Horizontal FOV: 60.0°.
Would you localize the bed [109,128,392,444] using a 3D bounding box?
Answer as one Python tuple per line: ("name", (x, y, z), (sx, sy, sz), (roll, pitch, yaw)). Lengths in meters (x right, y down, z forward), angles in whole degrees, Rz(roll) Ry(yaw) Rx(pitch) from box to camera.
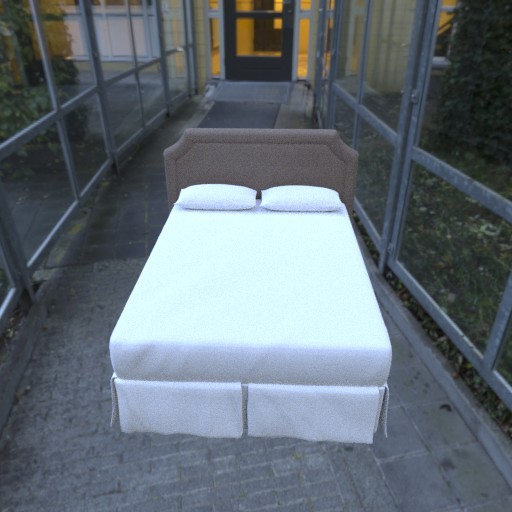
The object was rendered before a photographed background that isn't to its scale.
("bed", (0.000, 0.000, 3.169), (1.693, 1.290, 2.116), (1, 30, 2))
